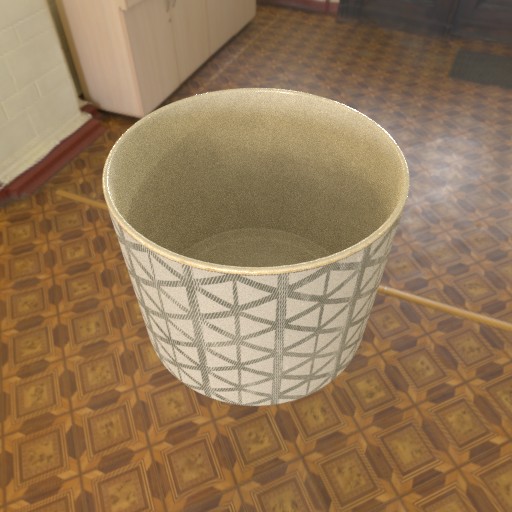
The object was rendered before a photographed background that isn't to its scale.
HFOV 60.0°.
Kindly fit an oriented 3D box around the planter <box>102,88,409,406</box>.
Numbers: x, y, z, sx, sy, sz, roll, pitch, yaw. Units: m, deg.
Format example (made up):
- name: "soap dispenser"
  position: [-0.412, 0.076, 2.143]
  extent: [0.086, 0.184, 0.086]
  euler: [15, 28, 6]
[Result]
- name: "planter"
  position: [0.000, 0.000, 0.457]
  extent: [0.250, 0.239, 0.250]
  euler: [0, 47, 0]
